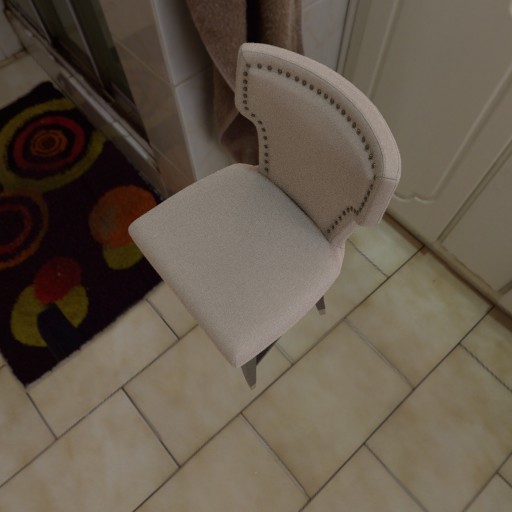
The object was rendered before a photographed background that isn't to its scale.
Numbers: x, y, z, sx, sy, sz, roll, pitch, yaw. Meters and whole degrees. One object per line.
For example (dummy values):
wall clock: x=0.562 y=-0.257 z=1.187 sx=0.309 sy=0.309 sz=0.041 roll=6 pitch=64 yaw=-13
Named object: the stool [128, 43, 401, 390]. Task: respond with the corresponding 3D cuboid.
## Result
stool: x=0.000 y=0.000 z=1.404 sx=0.563 sy=1.092 sz=0.526 roll=-36 pitch=69 yaw=-16
